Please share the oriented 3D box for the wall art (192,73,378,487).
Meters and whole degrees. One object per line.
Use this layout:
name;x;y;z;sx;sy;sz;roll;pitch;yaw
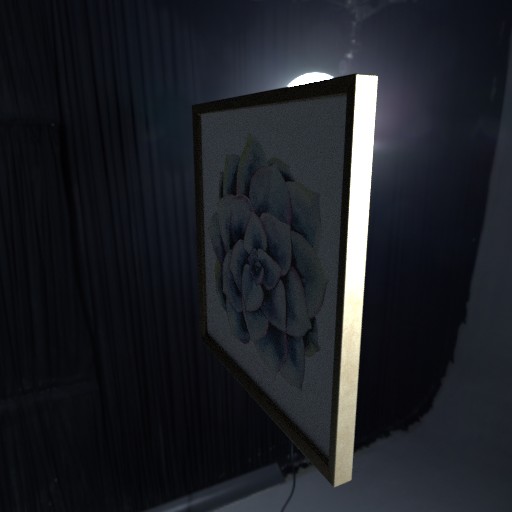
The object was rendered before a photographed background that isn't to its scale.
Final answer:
wall art;0.000;0.000;0.738;0.030;0.506;0.503;-7;17;-26
